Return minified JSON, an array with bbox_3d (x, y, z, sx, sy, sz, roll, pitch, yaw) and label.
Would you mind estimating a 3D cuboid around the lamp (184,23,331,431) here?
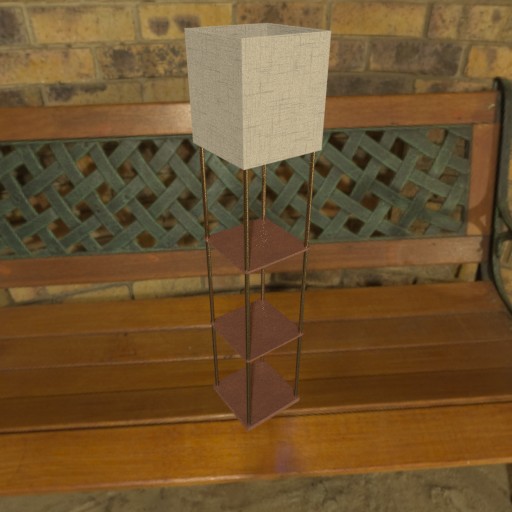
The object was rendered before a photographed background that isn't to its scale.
[{"bbox_3d":[0.000,0.000,1.717,0.308,1.569,0.310,-21,38,-29],"label":"lamp"}]
